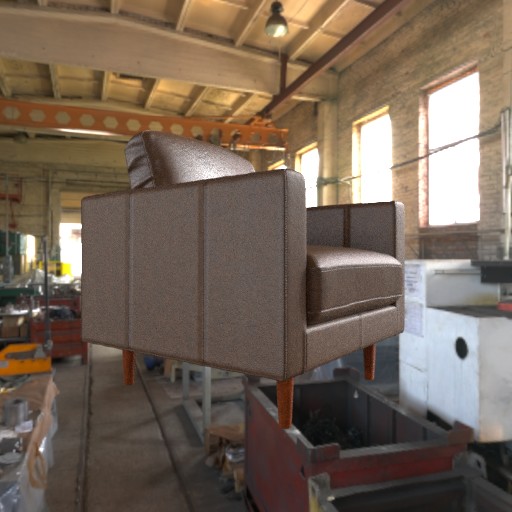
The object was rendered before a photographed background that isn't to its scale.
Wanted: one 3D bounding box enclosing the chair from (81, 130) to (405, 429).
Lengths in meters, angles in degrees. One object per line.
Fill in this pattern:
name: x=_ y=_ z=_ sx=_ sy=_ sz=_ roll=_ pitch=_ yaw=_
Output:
chair: x=0.000 y=0.000 z=1.671 sx=0.909 sy=0.956 sz=0.890 roll=0 pitch=0 yaw=37
